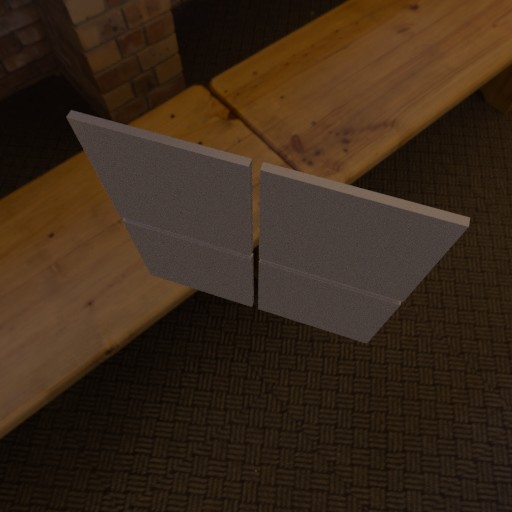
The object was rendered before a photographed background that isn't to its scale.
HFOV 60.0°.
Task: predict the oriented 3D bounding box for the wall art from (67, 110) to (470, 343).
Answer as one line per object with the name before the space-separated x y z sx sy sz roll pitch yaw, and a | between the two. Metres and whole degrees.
wall art | 0.000 0.000 1.682 1.118 1.118 0.029 17 65 8
